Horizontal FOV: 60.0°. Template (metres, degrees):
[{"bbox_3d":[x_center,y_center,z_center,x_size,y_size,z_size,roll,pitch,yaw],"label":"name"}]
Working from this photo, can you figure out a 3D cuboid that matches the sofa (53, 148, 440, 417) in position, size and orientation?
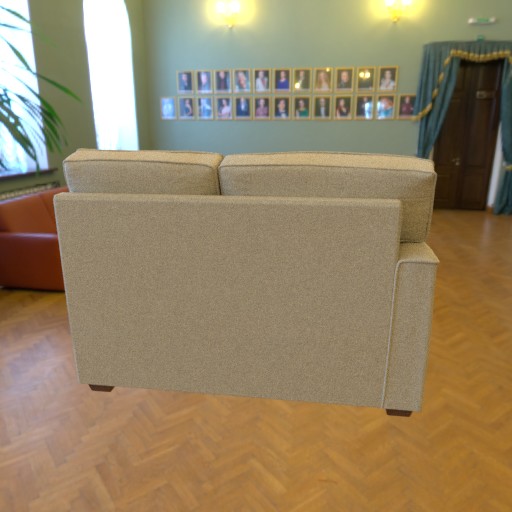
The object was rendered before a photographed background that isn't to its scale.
[{"bbox_3d":[0.000,0.000,2.054,1.388,0.989,0.991,2,16,8],"label":"sofa"}]
